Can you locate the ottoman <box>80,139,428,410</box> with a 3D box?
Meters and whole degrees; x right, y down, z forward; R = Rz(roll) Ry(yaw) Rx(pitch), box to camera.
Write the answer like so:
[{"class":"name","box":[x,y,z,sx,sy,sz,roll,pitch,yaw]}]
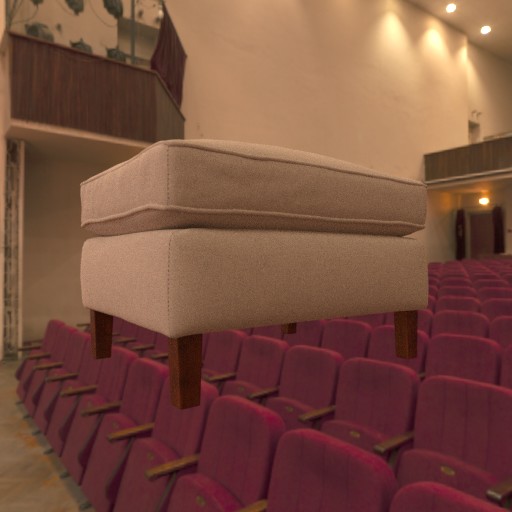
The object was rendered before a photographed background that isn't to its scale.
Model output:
[{"class":"ottoman","box":[0.000,0.000,1.000,0.665,0.456,0.501,0,-1,-36]}]
